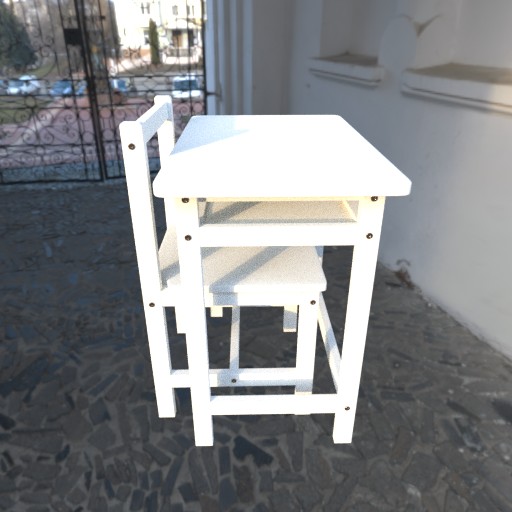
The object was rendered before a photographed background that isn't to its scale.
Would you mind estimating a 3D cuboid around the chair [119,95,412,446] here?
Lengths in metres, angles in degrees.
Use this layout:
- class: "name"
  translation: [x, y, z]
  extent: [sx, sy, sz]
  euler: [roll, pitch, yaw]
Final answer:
- class: "chair"
  translation: [0.000, 0.000, 1.042]
  extent: [0.461, 0.673, 0.599]
  euler: [-1, 27, -1]
